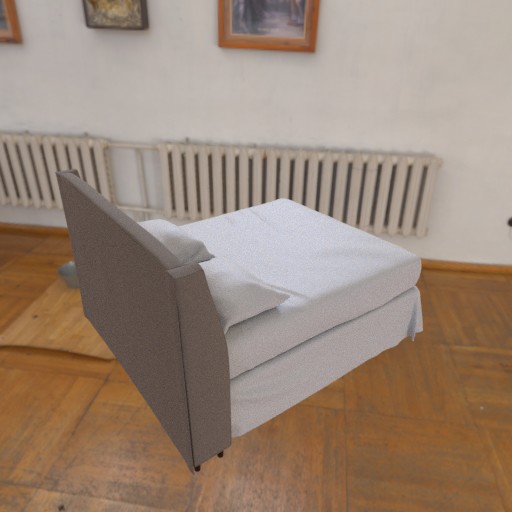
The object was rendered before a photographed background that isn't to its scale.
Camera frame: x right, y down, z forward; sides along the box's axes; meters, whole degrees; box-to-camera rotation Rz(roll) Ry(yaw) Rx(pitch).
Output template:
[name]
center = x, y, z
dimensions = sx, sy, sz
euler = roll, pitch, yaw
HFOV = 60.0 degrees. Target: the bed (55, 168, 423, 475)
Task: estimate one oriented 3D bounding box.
[bed]
center = 0.000, 0.000, 3.437
dimensions = 2.276, 1.332, 1.925
euler = -19, 33, -32
